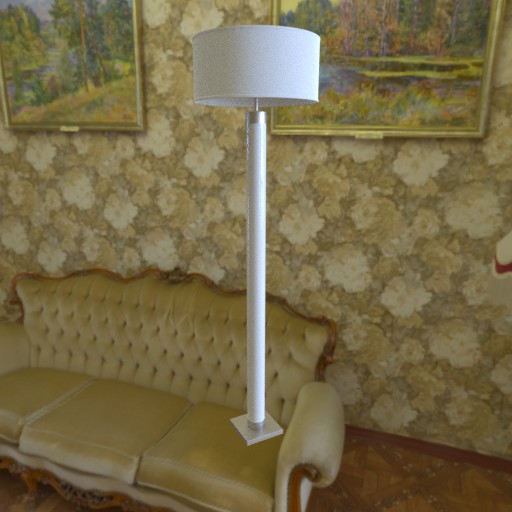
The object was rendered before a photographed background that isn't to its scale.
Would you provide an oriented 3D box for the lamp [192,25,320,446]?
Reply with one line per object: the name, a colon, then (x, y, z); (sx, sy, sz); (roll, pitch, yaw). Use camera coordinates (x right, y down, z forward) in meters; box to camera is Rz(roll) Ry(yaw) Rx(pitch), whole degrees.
lamp: (0.000, 0.000, 1.638); (0.420, 1.475, 0.420); (-8, 17, -27)
